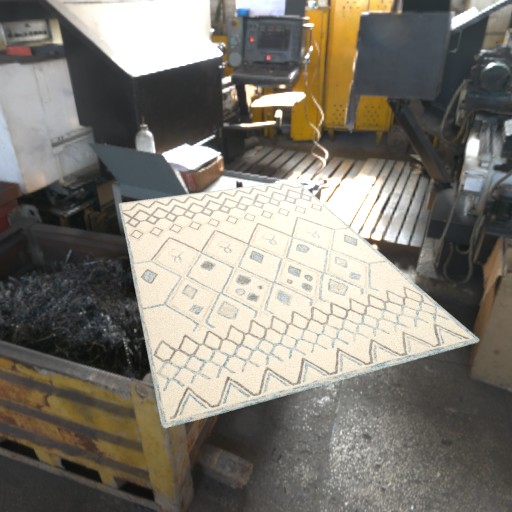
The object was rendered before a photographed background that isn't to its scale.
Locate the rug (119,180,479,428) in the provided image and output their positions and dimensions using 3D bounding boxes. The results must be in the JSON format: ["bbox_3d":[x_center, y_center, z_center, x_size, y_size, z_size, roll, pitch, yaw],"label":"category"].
[{"bbox_3d":[0.000,0.000,2.321,1.260,0.009,1.820,-10,33,-16],"label":"rug"}]
